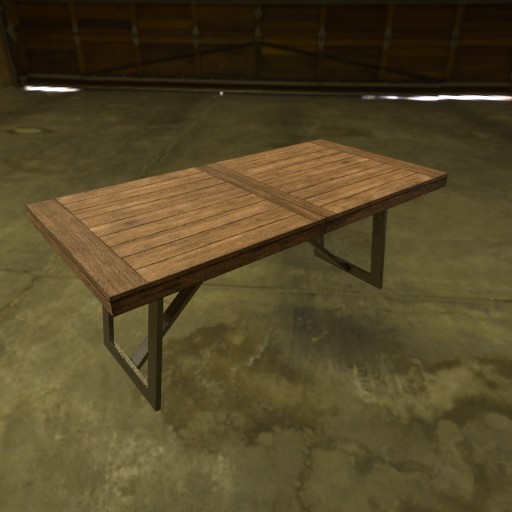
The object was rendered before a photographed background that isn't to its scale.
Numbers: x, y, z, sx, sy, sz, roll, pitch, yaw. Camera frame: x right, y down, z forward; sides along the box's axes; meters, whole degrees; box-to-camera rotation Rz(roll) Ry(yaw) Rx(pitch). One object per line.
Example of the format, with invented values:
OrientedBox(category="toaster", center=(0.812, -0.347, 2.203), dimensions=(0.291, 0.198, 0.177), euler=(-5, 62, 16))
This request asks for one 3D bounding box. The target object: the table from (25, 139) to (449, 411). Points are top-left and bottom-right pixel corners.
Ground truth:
OrientedBox(category="table", center=(0.000, 0.000, 2.332), dimensions=(1.867, 0.757, 0.931), euler=(-21, 35, -33))
